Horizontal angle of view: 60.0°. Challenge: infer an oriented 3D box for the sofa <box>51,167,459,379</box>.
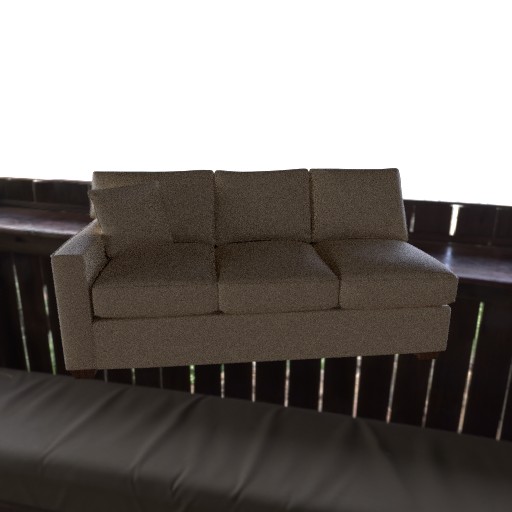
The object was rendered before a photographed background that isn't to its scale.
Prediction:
[{"bbox_3d":[0.000,0.000,2.580,1.962,0.946,1.034,-2,16,-6],"label":"sofa"}]
